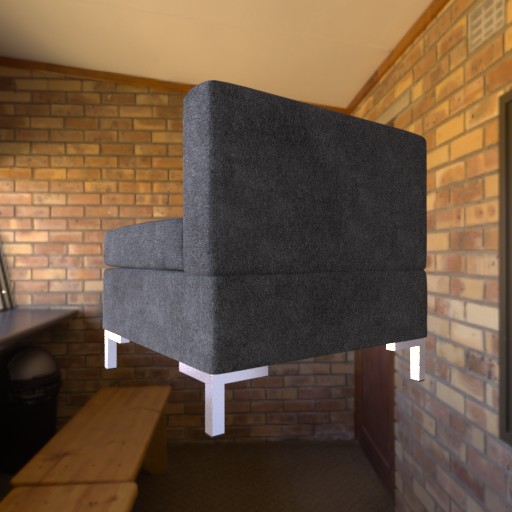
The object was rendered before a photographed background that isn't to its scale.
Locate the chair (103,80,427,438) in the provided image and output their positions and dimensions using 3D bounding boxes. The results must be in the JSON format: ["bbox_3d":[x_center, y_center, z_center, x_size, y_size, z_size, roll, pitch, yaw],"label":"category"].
[{"bbox_3d":[0.000,0.000,1.250,0.680,0.660,0.680,0,0,-36],"label":"chair"}]
